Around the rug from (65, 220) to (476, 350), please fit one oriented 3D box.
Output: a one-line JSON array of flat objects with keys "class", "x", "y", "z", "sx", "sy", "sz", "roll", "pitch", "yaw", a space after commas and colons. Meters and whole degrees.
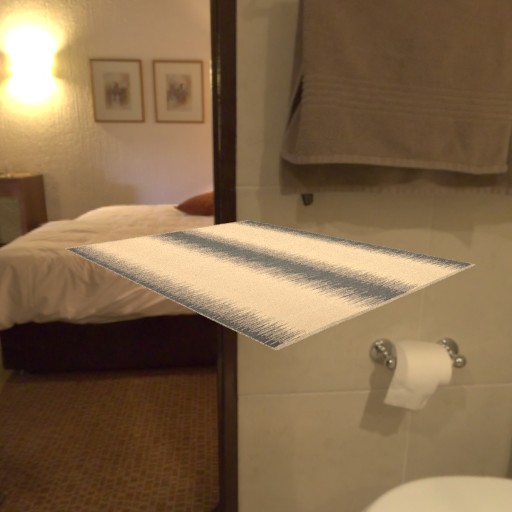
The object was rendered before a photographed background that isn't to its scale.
[{"class": "rug", "x": 0.000, "y": 0.000, "z": 4.158, "sx": 2.453, "sy": 0.004, "sz": 3.037, "roll": -13, "pitch": 19, "yaw": -40}]
